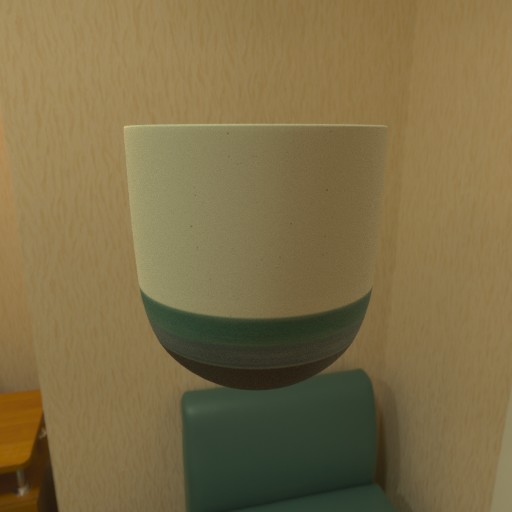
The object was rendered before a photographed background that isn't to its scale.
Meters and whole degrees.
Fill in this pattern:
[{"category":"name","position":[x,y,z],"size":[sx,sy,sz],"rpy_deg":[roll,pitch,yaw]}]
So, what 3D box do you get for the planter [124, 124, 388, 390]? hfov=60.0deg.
[{"category":"planter","position":[0.000,0.000,0.382],"size":[0.204,0.214,0.204],"rpy_deg":[0,15,0]}]
